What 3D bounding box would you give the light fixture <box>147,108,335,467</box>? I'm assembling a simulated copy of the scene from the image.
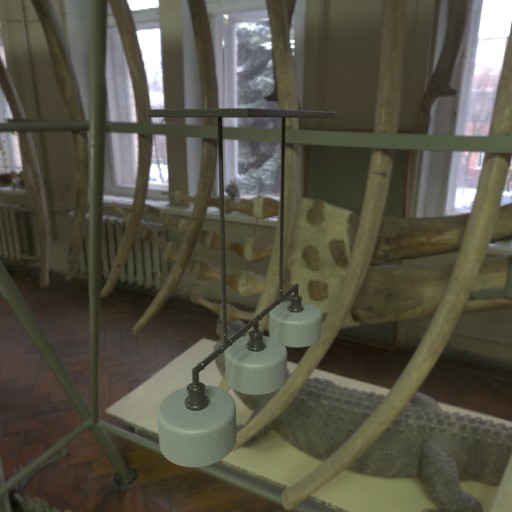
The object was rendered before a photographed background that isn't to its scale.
[{"bbox_3d":[0.000,0.000,0.895,0.177,0.557,0.582,9,19,26],"label":"light fixture"}]
